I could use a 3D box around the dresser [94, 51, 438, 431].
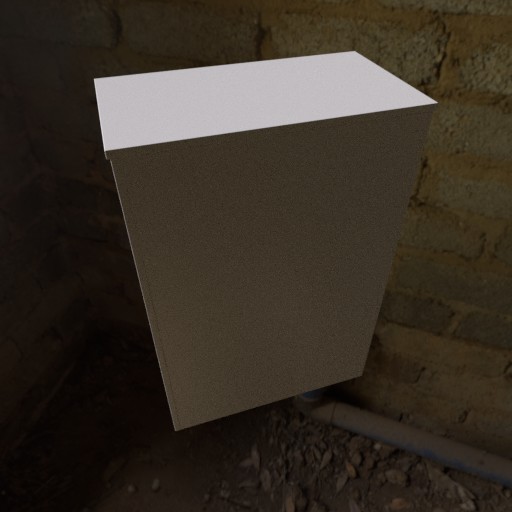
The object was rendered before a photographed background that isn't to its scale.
[{"bbox_3d":[0.000,0.000,1.358,0.704,1.021,0.401,-12,42,-14],"label":"dresser"}]
